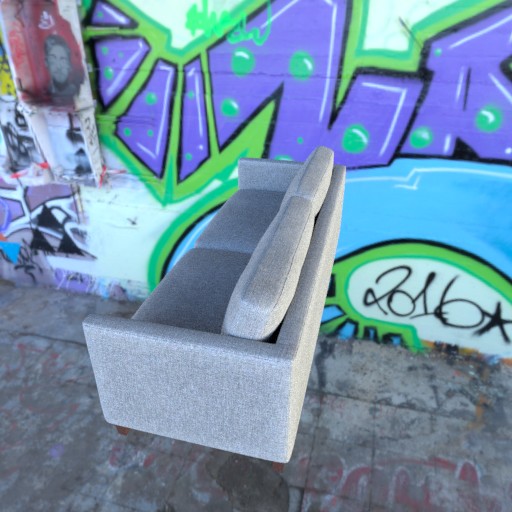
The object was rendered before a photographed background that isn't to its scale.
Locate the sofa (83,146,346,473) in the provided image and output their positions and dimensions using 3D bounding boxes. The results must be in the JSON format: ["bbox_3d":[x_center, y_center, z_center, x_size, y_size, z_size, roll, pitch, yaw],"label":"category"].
[{"bbox_3d":[0.000,0.000,2.912,0.948,0.951,2.434,7,31,13],"label":"sofa"}]
